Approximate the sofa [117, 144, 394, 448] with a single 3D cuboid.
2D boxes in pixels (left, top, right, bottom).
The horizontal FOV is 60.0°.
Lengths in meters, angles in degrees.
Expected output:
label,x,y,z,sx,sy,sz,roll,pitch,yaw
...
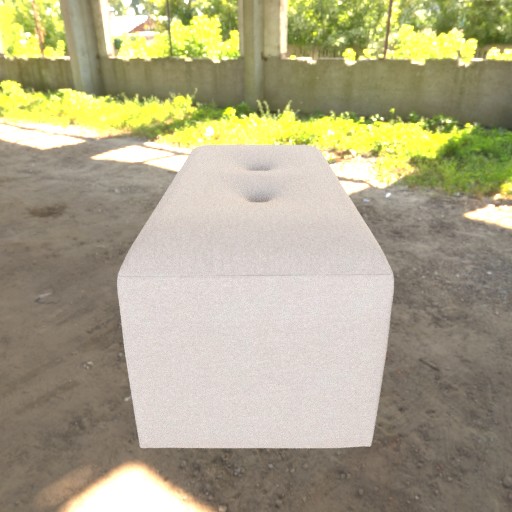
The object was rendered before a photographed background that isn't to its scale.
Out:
label,x,y,z,sx,sy,sz,roll,pitch,yaw
sofa,0.000,0.000,1.206,0.480,0.470,0.930,0,25,0
